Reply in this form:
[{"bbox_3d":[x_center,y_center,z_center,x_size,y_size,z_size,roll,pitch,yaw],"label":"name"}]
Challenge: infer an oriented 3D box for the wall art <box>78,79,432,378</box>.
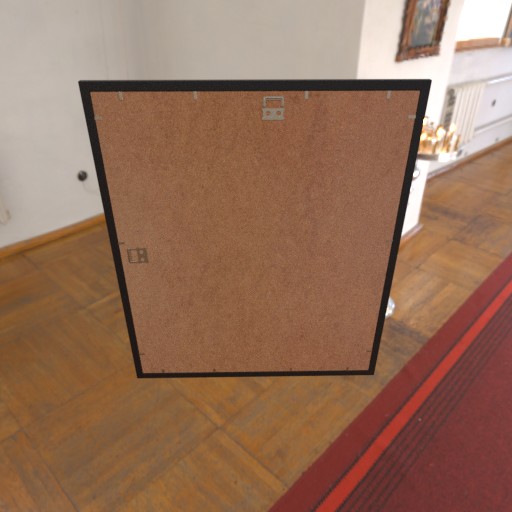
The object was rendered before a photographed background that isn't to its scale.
[{"bbox_3d":[0.000,0.000,0.879,0.559,0.660,0.018,-1,32,-1],"label":"wall art"}]
